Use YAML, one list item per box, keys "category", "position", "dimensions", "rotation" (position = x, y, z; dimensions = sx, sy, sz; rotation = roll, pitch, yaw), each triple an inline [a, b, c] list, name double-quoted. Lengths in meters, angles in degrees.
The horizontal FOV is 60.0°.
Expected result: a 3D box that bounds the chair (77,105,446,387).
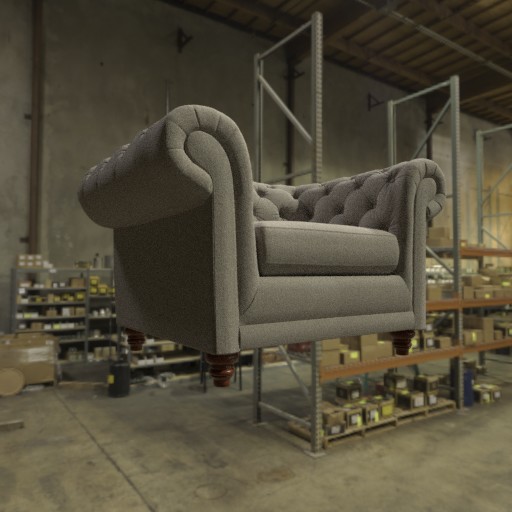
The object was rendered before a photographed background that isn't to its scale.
- category: "chair"
  position: [0.000, 0.000, 1.832]
  dimensions: [1.270, 0.770, 0.976]
  rotation: [1, -2, -35]
